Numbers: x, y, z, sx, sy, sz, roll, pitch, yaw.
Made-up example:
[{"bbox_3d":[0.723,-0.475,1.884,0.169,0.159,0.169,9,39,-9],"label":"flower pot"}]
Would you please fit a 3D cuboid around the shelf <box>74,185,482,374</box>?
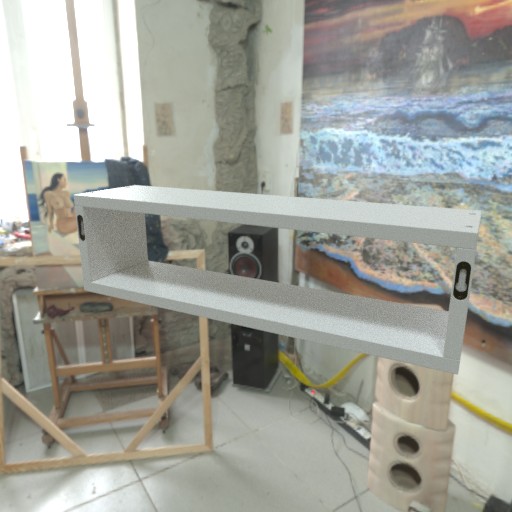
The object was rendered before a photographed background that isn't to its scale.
[{"bbox_3d":[0.000,0.000,0.693,0.610,0.170,0.150,8,18,26],"label":"shelf"}]
